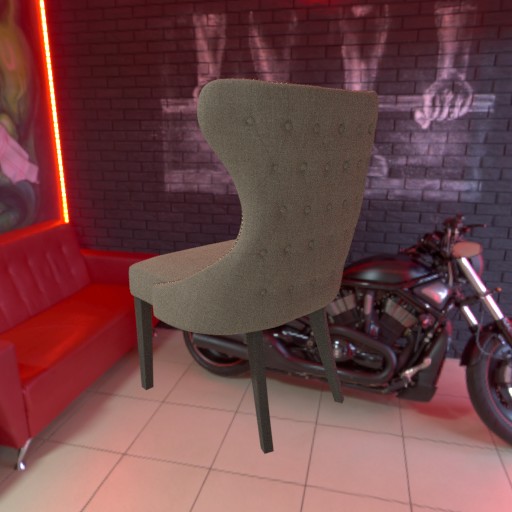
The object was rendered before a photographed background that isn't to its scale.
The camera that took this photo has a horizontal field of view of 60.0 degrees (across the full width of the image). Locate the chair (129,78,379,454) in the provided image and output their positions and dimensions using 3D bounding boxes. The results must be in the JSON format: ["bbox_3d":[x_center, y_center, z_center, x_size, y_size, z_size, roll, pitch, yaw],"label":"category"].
[{"bbox_3d":[0.000,0.000,1.377,0.628,0.967,0.635,-14,21,-42],"label":"chair"}]
